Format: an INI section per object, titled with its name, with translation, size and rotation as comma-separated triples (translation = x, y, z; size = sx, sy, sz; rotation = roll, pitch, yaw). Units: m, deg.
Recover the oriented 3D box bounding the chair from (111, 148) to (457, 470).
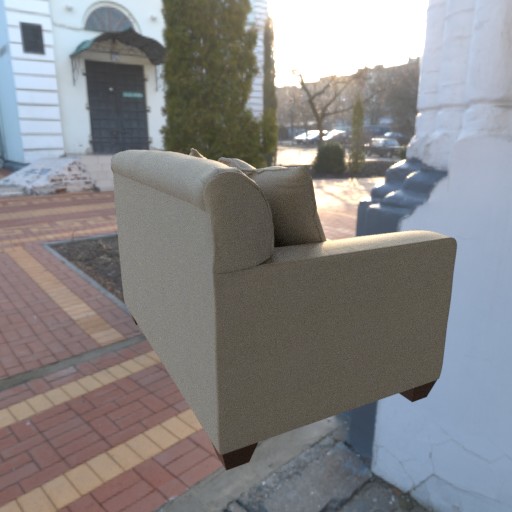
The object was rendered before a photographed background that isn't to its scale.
[chair]
translation = 0.000, 0.000, 2.006
size = 1.000, 0.948, 1.383
rotation = -8, 17, -26
